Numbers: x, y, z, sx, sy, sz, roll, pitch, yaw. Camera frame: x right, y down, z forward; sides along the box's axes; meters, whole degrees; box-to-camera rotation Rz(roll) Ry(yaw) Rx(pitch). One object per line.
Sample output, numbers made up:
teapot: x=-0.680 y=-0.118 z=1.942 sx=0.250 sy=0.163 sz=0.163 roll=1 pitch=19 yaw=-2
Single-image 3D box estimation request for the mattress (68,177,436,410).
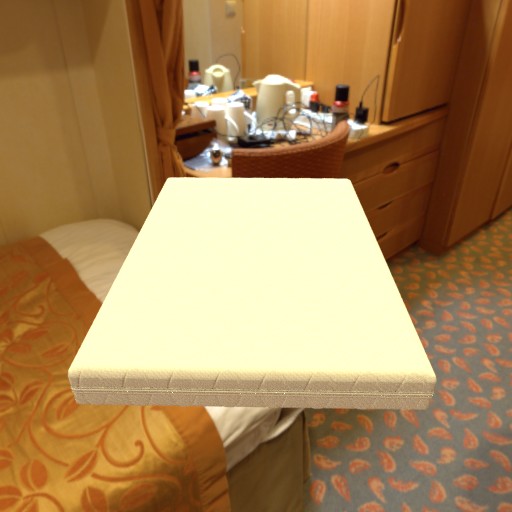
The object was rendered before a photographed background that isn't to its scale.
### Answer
mattress: x=0.000 y=0.000 z=2.546 sx=1.400 sy=0.200 sz=2.000 roll=1 pitch=31 yaw=1
